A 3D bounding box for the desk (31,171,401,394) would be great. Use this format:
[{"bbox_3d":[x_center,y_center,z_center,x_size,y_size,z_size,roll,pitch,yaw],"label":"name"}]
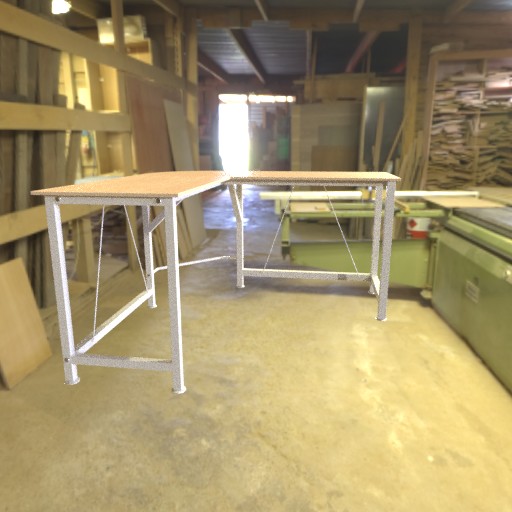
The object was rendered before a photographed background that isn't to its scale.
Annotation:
[{"bbox_3d":[0.000,0.000,2.227,1.400,0.762,1.400,2,14,8],"label":"desk"}]
